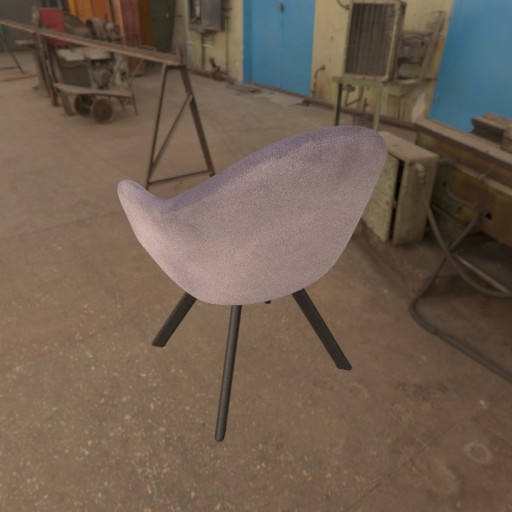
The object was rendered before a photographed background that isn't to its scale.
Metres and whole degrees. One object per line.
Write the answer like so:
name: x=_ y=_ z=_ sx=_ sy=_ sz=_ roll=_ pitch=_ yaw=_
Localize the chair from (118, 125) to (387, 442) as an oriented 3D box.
chair: x=0.000 y=0.000 z=1.181 sx=0.570 sy=0.780 sz=0.540 roll=-19 pitch=36 yaw=-28
